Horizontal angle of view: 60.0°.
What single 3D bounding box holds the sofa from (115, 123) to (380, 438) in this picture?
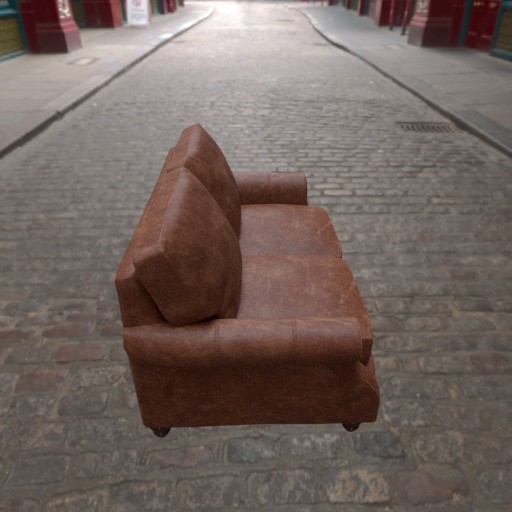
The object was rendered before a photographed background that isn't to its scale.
[{"bbox_3d":[0.000,0.000,2.216,0.990,0.967,1.616,-1,31,-2],"label":"sofa"}]
